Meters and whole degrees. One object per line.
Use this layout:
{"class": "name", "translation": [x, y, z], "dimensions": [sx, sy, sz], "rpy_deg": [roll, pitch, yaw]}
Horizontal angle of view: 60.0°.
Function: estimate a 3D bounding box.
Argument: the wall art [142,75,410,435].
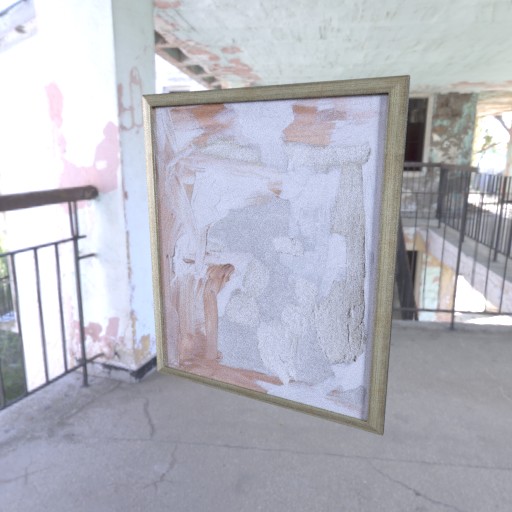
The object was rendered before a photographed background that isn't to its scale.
{"class": "wall art", "translation": [0.000, 0.000, 0.916], "dimensions": [0.559, 0.660, 0.018], "rpy_deg": [7, 15, 27]}
